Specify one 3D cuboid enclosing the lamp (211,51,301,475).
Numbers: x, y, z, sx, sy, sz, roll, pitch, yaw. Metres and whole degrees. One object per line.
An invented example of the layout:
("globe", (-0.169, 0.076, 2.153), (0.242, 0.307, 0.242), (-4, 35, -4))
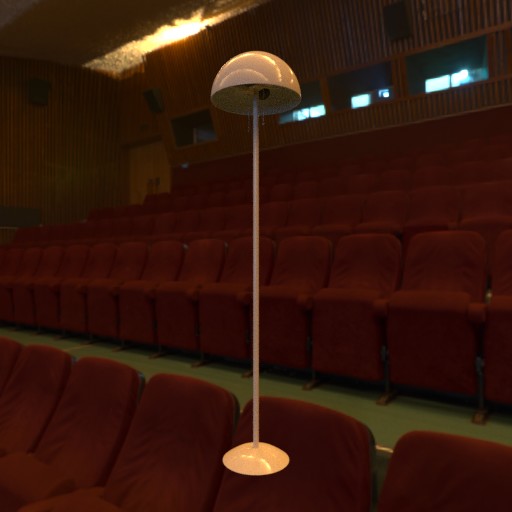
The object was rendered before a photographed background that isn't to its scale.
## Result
("lamp", (0.000, 0.000, 1.616), (0.328, 1.480, 0.328), (0, 0, 36))
